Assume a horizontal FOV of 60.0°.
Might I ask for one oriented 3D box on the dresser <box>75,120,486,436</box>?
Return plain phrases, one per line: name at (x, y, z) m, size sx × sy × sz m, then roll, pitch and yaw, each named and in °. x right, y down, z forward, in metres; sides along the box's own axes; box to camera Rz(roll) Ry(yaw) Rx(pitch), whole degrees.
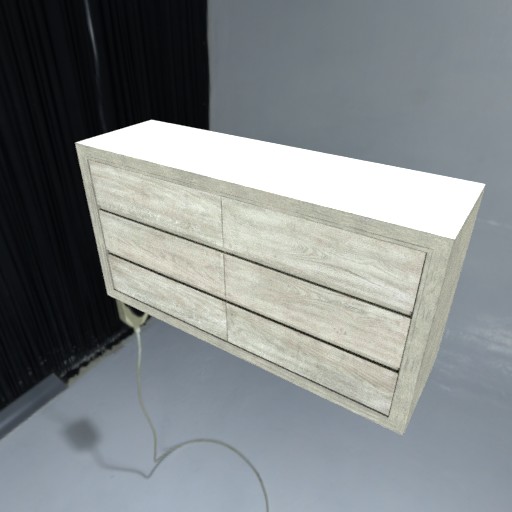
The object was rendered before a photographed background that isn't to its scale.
dresser at (0.000, 0.000, 2.006) m, size 1.628 × 0.889 × 0.483 m, roll 19°, pitch 36°, yaw 28°
